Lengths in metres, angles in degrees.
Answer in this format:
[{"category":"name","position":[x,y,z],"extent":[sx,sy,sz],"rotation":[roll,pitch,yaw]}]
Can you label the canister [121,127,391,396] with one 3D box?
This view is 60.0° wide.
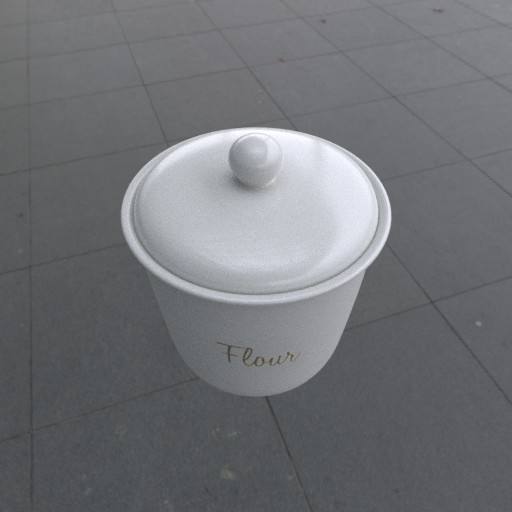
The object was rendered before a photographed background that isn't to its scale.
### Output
[{"category":"canister","position":[0.000,0.000,0.346],"extent":[0.182,0.208,0.182],"rotation":[0,47,0]}]
